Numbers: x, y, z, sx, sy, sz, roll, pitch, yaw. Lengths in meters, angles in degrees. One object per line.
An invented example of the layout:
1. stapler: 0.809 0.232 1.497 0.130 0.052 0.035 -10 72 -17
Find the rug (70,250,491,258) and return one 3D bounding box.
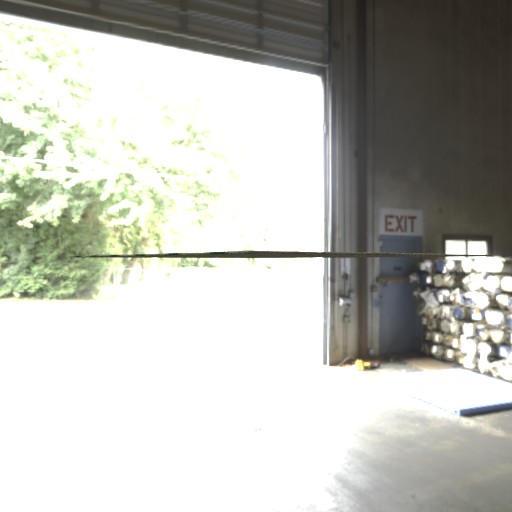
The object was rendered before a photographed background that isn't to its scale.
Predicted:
1. rug: 0.000 0.000 4.019 2.434 0.019 3.041 1 -1 -37
